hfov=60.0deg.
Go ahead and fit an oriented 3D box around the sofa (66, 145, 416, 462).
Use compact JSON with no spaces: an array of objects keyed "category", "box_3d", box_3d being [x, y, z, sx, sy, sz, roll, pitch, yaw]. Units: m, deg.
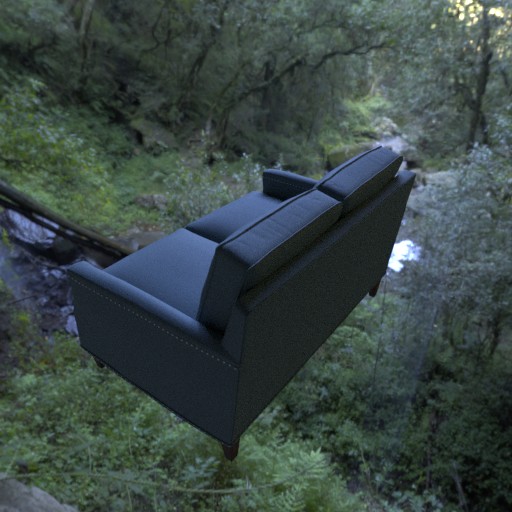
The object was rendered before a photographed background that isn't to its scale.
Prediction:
[{"category":"sofa","box_3d":[0.000,0.000,2.338,1.084,1.003,1.597,22,38,31]}]
